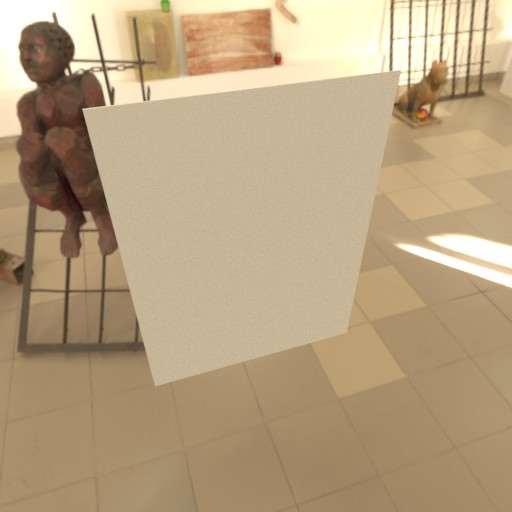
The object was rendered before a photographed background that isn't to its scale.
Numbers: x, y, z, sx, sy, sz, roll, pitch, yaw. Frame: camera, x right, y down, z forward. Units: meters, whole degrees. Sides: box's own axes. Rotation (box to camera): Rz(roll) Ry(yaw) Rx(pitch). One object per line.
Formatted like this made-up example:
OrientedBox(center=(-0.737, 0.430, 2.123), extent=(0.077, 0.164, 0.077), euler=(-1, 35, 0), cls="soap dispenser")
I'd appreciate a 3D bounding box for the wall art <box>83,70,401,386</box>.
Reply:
OrientedBox(center=(0.000, 0.000, 0.808), extent=(0.457, 0.609, 0.003), euler=(-12, 42, -14), cls="wall art")
